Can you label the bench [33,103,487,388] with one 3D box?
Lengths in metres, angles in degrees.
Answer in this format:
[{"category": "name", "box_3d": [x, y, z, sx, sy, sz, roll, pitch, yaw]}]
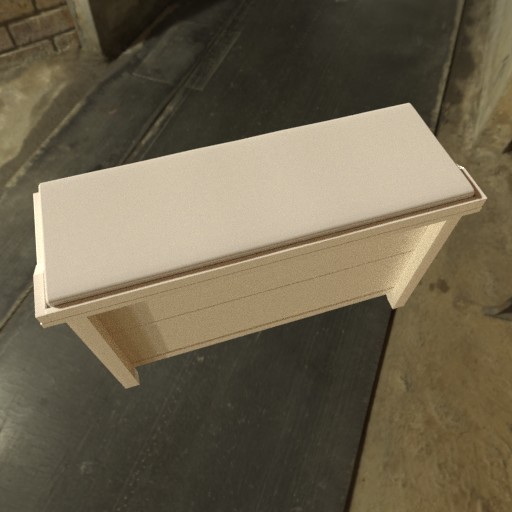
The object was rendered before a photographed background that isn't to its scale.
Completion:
[{"category": "bench", "box_3d": [0.000, 0.000, 1.238, 0.987, 0.589, 0.346, -15, 59, -9]}]
